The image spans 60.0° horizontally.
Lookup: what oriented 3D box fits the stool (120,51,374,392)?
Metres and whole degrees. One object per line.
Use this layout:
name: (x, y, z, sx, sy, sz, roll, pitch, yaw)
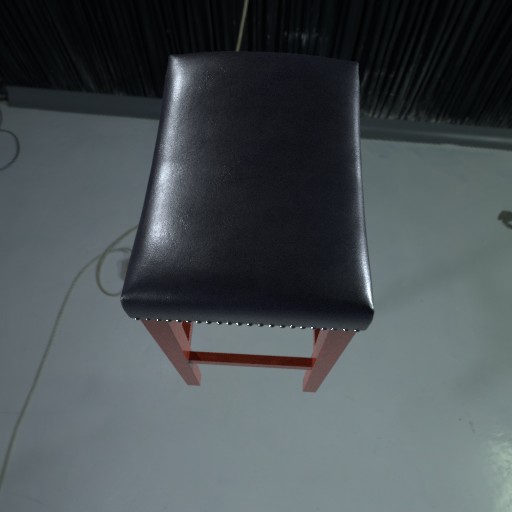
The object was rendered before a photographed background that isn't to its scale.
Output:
stool: (0.000, 0.000, 1.028, 0.372, 0.742, 0.504, 3, 64, 1)
